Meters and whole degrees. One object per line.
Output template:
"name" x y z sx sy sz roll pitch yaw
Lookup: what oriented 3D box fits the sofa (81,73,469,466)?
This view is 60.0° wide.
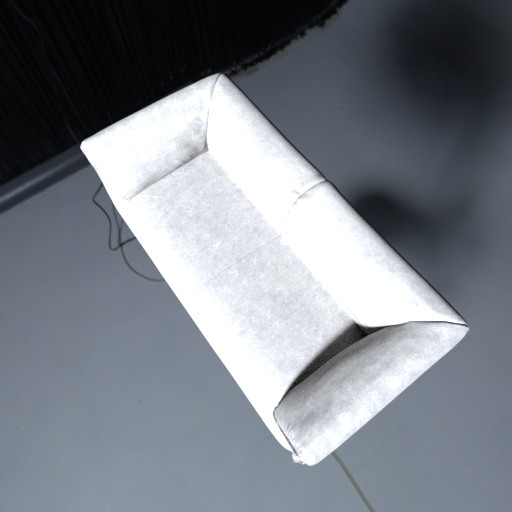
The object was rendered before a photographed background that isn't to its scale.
"sofa" 0.000 0.000 2.330 0.905 0.747 1.878 -33 68 -15
